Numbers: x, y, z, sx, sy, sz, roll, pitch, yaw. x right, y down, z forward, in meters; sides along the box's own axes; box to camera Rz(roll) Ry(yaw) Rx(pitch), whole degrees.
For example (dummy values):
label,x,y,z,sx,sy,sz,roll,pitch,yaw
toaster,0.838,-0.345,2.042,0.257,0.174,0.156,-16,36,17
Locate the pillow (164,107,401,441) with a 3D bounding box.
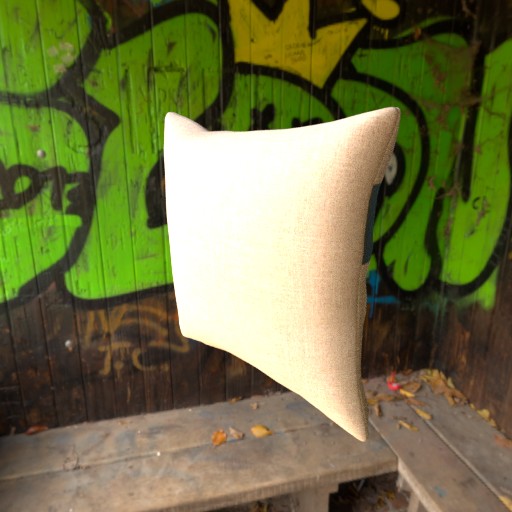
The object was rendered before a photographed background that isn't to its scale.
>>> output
label,x,y,z,sx,sy,sz,roll,pitch,yaw
pillow,0.000,0.000,0.637,0.173,0.399,0.414,-15,23,-41
